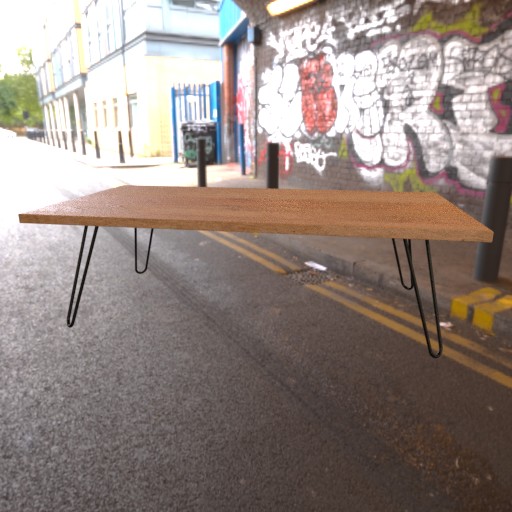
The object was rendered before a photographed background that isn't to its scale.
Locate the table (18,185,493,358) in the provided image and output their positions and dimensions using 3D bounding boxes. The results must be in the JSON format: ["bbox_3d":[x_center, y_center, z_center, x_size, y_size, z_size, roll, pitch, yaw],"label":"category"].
[{"bbox_3d":[0.000,0.000,1.621,1.348,0.400,0.699,3,17,10],"label":"table"}]
